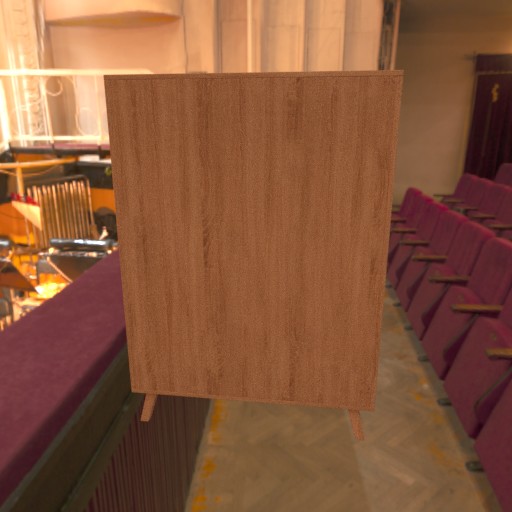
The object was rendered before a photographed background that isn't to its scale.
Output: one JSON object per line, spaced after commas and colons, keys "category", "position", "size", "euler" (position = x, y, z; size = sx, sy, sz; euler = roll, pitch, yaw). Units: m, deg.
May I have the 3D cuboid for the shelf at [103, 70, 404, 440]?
{"category": "shelf", "position": [0.000, 0.000, 1.869], "size": [1.000, 1.390, 0.450], "euler": [2, 16, 7]}
